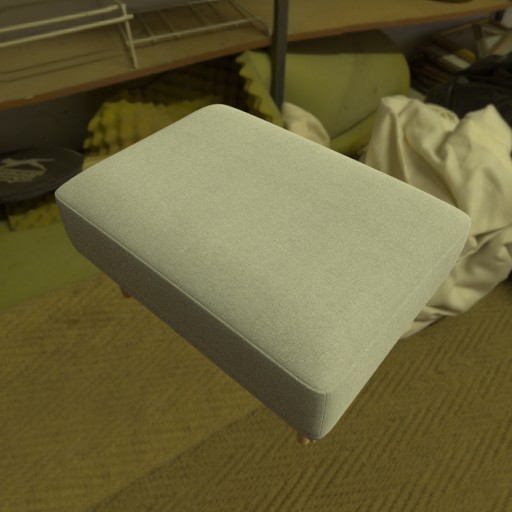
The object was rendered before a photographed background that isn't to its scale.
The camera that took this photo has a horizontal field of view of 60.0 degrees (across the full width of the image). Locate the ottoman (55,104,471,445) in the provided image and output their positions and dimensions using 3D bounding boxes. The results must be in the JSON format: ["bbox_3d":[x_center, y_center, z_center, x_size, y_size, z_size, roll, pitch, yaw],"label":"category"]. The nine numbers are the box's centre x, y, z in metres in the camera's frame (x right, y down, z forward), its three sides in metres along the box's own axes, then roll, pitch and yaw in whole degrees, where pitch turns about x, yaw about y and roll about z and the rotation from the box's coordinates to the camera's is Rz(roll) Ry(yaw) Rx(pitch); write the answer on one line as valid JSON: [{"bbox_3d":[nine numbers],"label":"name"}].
[{"bbox_3d":[0.000,0.000,1.047,0.749,0.428,0.549,32,54,27],"label":"ottoman"}]
